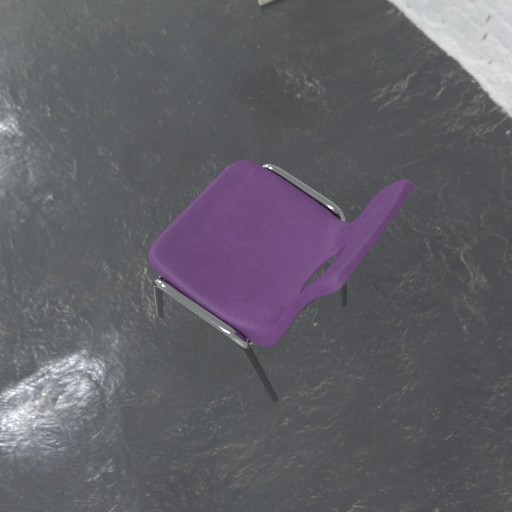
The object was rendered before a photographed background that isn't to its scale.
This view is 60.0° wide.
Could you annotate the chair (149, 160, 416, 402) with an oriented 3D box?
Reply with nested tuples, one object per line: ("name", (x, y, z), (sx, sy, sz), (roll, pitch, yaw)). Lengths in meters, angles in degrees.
("chair", (0.000, 0.000, 0.960), (0.432, 0.704, 0.381), (35, 69, 15))
